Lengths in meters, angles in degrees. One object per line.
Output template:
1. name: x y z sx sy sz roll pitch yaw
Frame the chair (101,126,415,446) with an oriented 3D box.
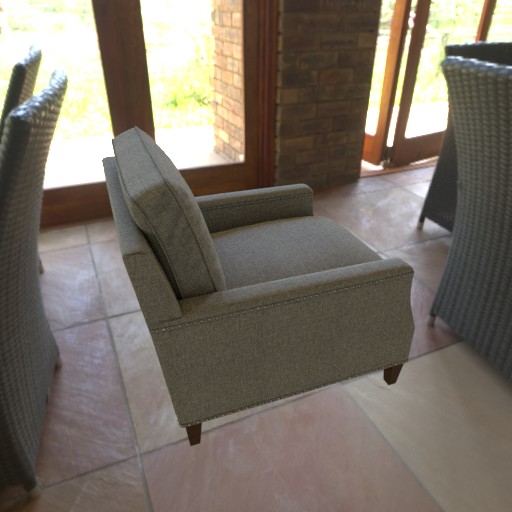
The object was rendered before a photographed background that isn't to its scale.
1. chair: 0.000 0.000 1.750 1.014 0.943 0.853 -10 32 -17
